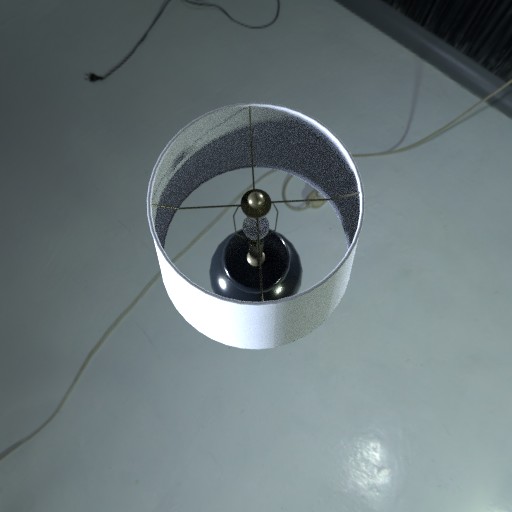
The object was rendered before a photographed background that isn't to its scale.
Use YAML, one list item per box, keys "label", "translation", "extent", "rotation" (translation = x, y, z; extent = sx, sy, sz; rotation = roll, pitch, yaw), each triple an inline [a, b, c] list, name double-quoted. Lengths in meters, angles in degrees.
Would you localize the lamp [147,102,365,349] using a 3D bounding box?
- label: "lamp"
  translation: [0.000, 0.000, 0.575]
  extent: [0.239, 0.399, 0.239]
  rotation: [0, 75, 0]
